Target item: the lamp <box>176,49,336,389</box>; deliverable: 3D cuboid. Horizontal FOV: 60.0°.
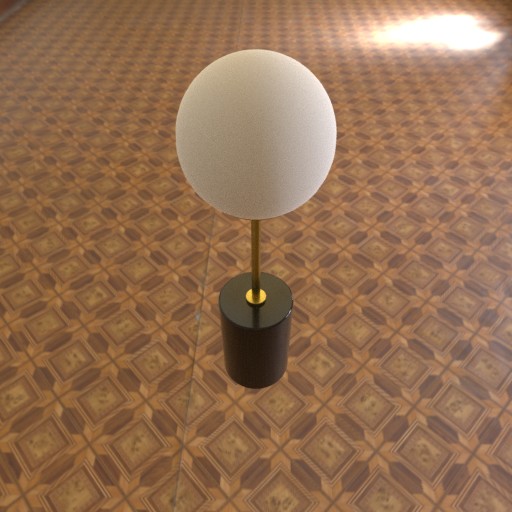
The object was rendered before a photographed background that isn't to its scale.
[{"bbox_3d":[0.000,0.000,0.544,0.153,0.480,0.153,0,46,0],"label":"lamp"}]
